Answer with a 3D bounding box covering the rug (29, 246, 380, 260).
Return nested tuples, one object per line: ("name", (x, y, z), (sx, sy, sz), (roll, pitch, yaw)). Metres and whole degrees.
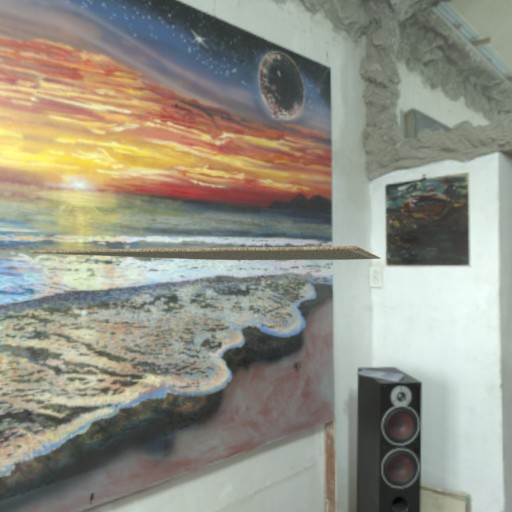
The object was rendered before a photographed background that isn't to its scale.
("rug", (0.000, 0.000, 2.351), (1.211, 0.018, 1.822), (0, -1, 18))
